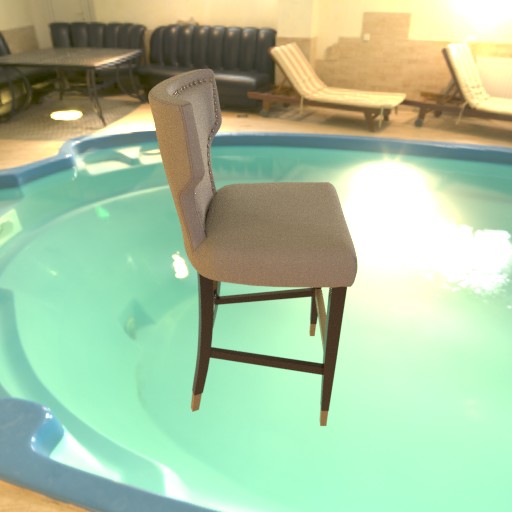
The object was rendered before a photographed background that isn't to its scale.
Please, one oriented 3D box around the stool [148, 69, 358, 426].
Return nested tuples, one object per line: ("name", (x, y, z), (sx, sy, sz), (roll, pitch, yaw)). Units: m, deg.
("stool", (0.000, 0.000, 1.472), (0.563, 1.092, 0.526), (1, 32, 1))
